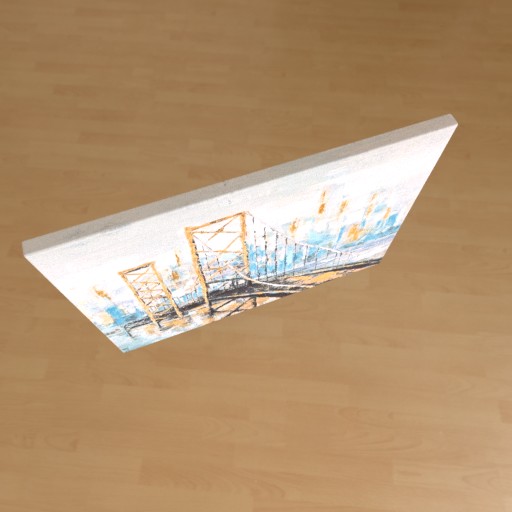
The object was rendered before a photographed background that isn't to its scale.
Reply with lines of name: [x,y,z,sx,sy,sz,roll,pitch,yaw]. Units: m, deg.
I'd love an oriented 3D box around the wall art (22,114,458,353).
wall art: [0.000,0.000,1.321,1.016,0.762,0.038,-18,65,-9]
